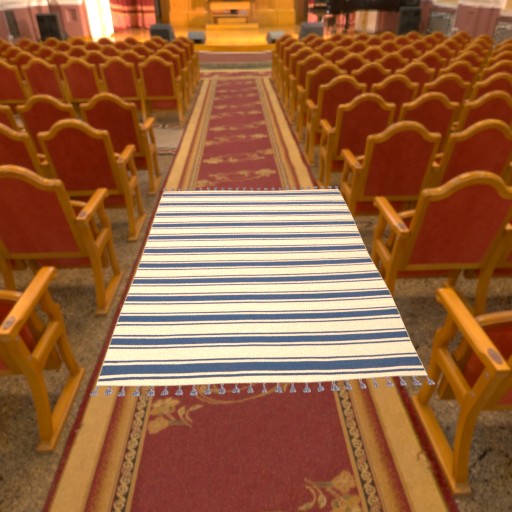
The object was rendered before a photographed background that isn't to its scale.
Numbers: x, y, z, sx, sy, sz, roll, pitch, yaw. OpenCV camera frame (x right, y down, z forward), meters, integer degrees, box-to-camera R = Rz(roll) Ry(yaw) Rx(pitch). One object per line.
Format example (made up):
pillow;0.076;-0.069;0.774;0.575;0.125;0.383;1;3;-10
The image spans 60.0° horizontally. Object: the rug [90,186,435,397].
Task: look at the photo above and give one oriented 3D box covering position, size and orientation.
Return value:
rug;0.000;0.000;2.942;1.544;0.010;2.315;-1;32;-2
